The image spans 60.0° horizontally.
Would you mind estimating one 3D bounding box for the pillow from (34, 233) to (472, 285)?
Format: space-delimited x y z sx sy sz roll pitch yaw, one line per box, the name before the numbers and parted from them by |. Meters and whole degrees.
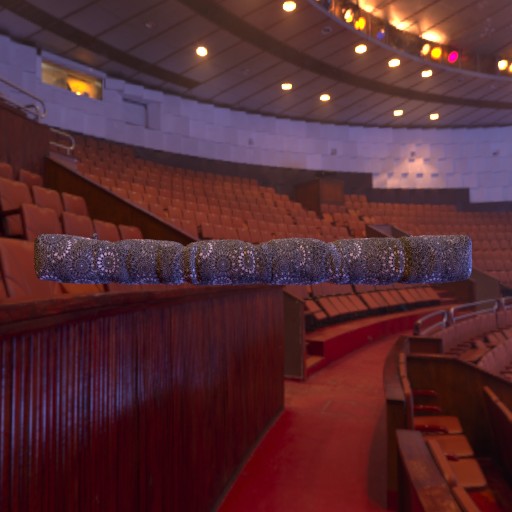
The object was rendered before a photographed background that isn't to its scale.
pillow | 0.000 0.000 1.366 1.194 0.174 0.511 0 -2 -1
